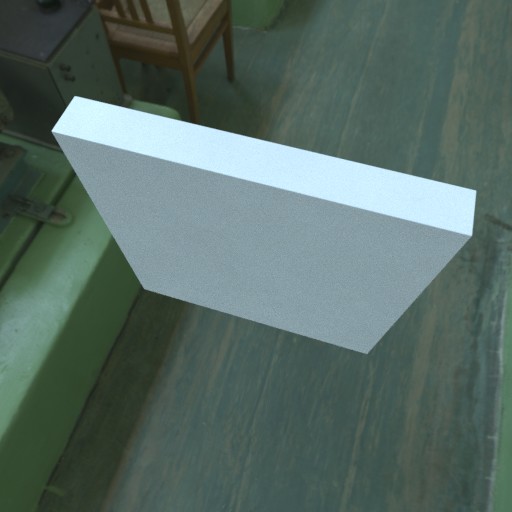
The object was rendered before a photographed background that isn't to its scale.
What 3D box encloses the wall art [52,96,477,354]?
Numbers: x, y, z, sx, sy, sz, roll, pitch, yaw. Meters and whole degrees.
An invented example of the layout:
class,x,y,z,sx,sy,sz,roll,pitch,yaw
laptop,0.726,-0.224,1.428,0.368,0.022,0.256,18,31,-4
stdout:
class,x,y,z,sx,sy,sz,roll,pitch,yaw
wall art,0.000,0.000,0.452,0.305,0.305,0.038,15,64,8
